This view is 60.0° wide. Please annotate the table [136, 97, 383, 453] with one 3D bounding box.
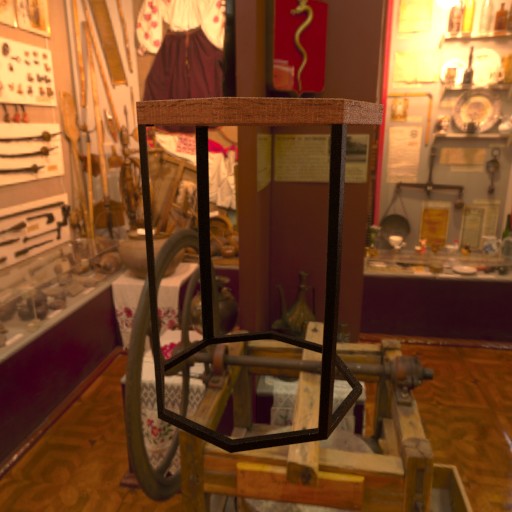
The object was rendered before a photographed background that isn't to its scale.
[{"bbox_3d":[0.000,0.000,0.861,0.437,0.553,0.437,3,16,11],"label":"table"}]
